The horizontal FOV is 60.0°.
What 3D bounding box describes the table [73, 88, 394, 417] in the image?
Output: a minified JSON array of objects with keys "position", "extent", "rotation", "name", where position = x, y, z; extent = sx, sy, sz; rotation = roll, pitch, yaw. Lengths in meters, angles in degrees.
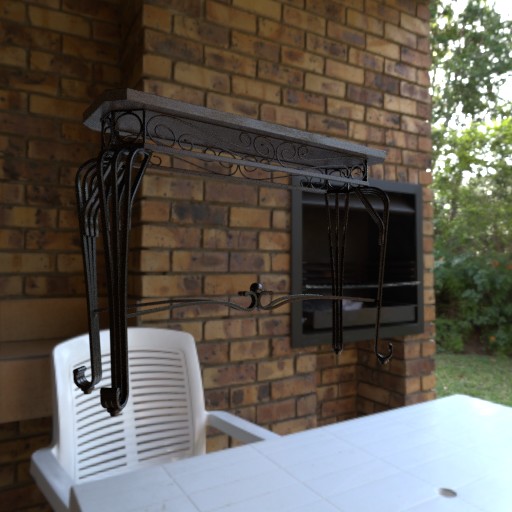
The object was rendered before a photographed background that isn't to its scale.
[{"position":[0.000,0.000,1.484],"extent":[1.112,0.800,0.329],"rotation":[1,-2,-36],"name":"table"}]
